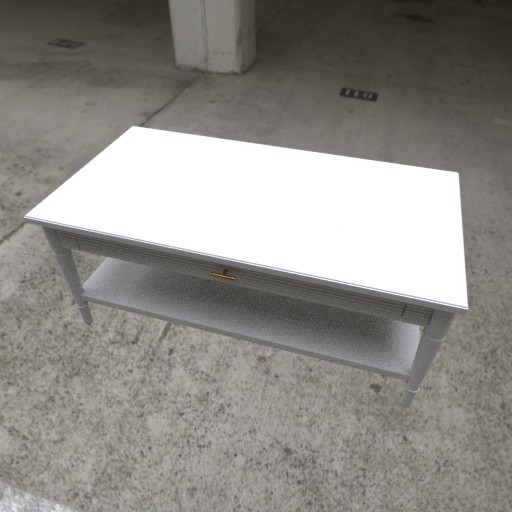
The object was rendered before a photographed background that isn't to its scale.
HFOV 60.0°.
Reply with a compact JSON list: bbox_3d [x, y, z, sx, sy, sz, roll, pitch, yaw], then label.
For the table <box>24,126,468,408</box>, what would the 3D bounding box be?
[{"bbox_3d":[0.000,0.000,1.359,1.067,0.457,0.559,11,42,13],"label":"table"}]
